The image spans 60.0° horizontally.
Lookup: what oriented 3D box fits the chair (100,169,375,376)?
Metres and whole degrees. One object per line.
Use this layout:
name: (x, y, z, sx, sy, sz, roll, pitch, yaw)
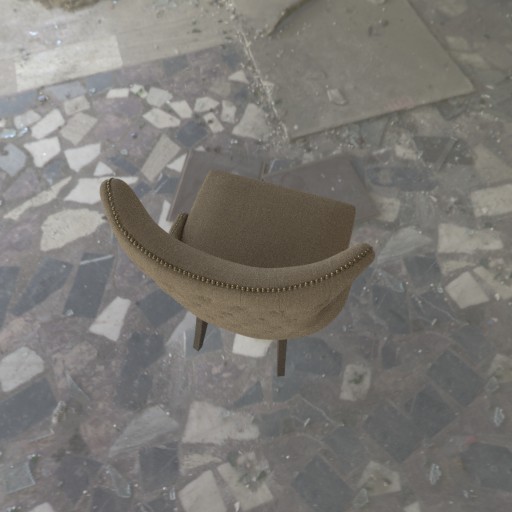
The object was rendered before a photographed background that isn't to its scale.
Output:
chair: (0.000, 0.000, 1.394, 0.628, 0.967, 0.635, 16, 64, 8)
